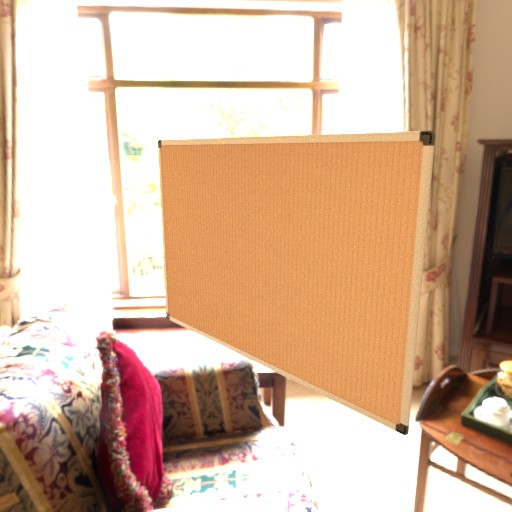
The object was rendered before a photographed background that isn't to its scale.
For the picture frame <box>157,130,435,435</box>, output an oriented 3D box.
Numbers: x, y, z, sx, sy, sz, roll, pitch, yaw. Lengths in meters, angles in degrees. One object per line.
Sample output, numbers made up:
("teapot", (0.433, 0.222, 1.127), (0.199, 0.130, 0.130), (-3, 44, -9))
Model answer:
("picture frame", (0.000, 0.000, 1.151), (0.010, 0.600, 0.900), (-12, 18, -42))
